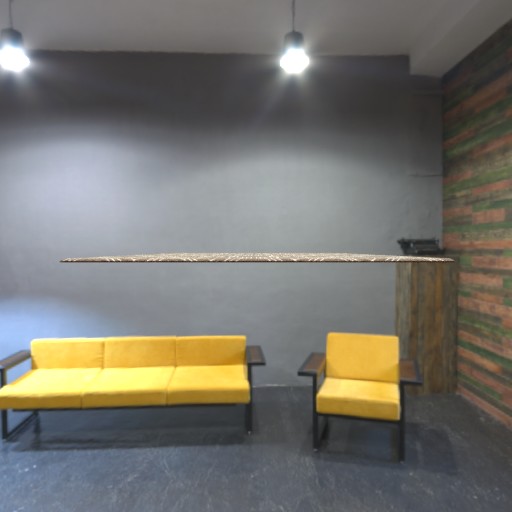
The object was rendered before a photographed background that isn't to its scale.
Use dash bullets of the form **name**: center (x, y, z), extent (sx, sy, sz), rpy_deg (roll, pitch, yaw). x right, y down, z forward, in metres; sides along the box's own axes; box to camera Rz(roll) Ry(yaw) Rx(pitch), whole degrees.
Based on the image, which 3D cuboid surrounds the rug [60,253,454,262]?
- **rug**: center (0.000, 0.000, 2.299), extent (1.239, 0.012, 1.836), rpy_deg (0, 1, 0)
